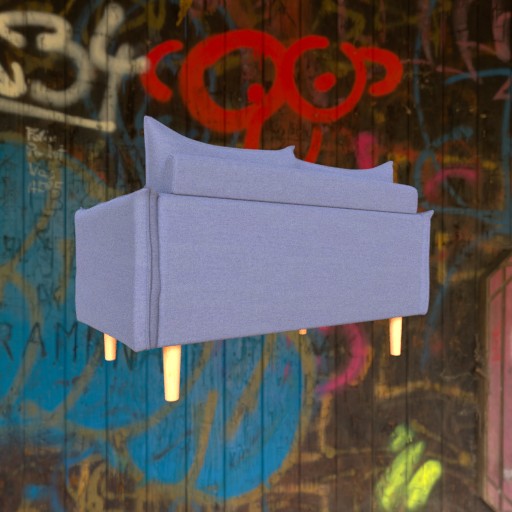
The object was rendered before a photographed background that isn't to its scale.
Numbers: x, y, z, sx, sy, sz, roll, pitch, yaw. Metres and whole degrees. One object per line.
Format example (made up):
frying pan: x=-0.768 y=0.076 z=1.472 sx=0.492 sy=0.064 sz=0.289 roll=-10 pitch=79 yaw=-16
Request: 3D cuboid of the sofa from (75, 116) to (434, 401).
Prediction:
sofa: x=0.000 y=0.000 z=1.845 sx=1.300 sy=0.840 sz=0.820 roll=0 pitch=0 yaw=-35
